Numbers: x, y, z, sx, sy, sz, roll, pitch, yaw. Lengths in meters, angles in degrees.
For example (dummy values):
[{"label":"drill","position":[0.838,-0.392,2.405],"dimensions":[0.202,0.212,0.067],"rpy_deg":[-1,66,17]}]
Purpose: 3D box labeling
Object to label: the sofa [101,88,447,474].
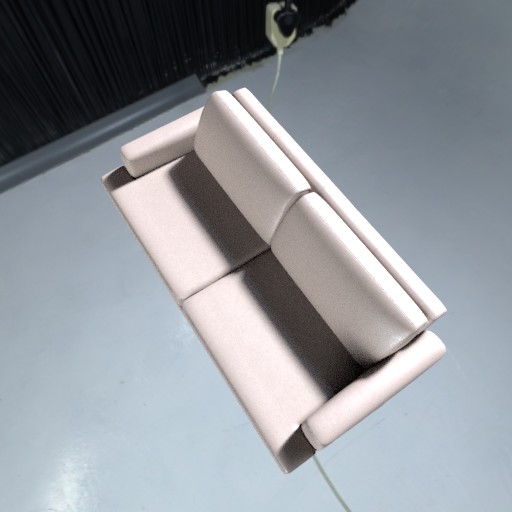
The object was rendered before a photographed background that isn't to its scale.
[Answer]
[{"label":"sofa","position":[0.000,0.000,2.401],"dimensions":[0.974,0.765,1.940],"rpy_deg":[-31,68,-14]}]
